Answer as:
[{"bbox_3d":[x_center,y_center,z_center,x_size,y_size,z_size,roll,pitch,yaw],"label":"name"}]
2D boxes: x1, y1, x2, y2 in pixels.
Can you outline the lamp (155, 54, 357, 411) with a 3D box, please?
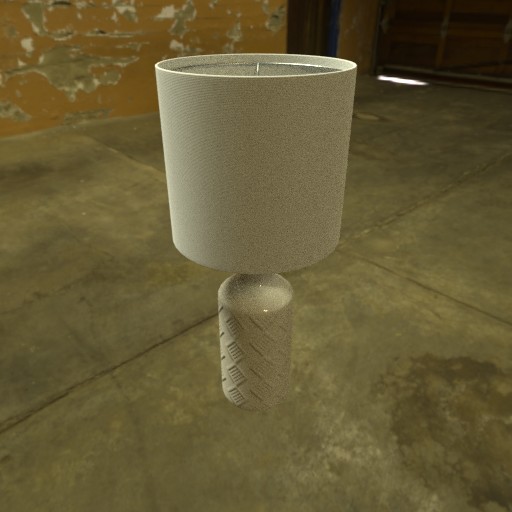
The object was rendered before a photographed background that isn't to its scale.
[{"bbox_3d":[0.000,0.000,0.574,0.207,0.461,0.207,1,29,2],"label":"lamp"}]
